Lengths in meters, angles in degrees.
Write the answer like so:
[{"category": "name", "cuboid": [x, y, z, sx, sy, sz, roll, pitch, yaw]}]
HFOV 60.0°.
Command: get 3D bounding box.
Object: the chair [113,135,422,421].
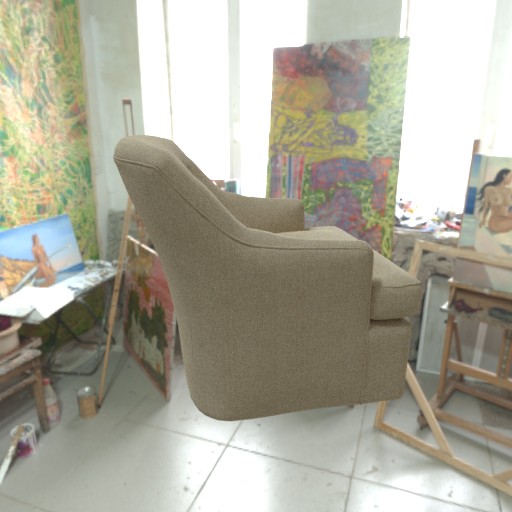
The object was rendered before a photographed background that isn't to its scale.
[{"category": "chair", "cuboid": [0.000, 0.000, 1.625, 0.923, 0.856, 0.864, -3, 17, -9]}]
